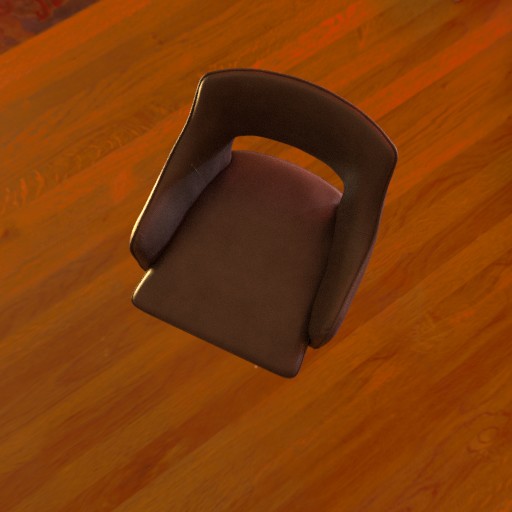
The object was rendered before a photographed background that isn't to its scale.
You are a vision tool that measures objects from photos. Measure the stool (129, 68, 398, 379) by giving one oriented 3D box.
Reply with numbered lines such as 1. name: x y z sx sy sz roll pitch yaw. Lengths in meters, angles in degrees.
1. stool: 0.000 0.000 1.286 0.550 0.936 0.560 24 77 6
